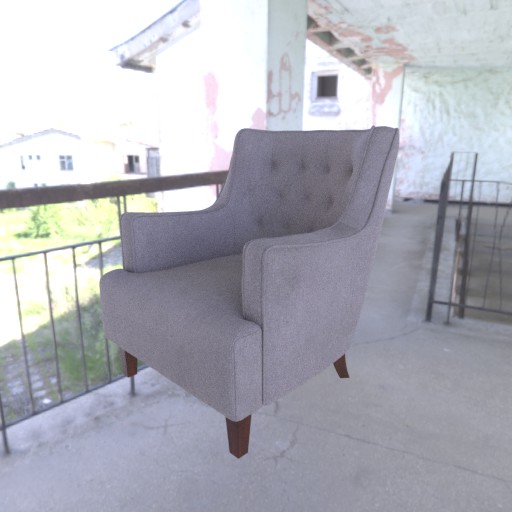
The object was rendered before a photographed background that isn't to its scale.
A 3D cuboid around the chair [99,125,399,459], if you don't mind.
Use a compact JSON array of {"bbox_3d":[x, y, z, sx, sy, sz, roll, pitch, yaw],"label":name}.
[{"bbox_3d":[0.000,0.000,1.630,0.910,0.919,0.781,-14,21,-43],"label":"chair"}]
